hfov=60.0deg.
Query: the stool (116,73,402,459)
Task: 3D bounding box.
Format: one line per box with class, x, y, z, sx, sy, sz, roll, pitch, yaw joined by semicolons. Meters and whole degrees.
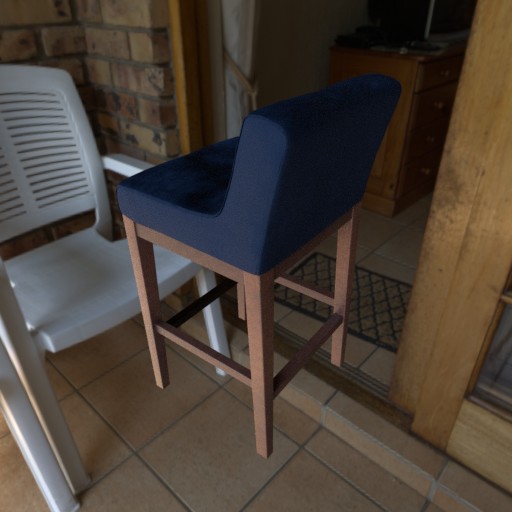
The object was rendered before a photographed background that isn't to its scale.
stool;0.000;0.000;1.243;0.516;0.945;0.511;21;38;31
